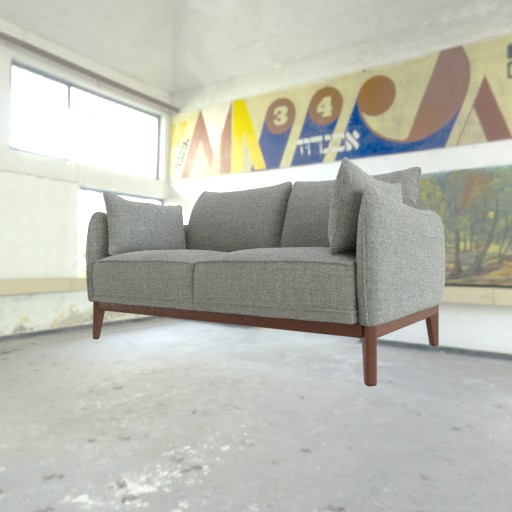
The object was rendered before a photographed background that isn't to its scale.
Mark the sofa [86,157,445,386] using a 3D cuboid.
[{"bbox_3d":[0.000,0.000,2.171,1.580,0.851,0.972,0,-1,35],"label":"sofa"}]
